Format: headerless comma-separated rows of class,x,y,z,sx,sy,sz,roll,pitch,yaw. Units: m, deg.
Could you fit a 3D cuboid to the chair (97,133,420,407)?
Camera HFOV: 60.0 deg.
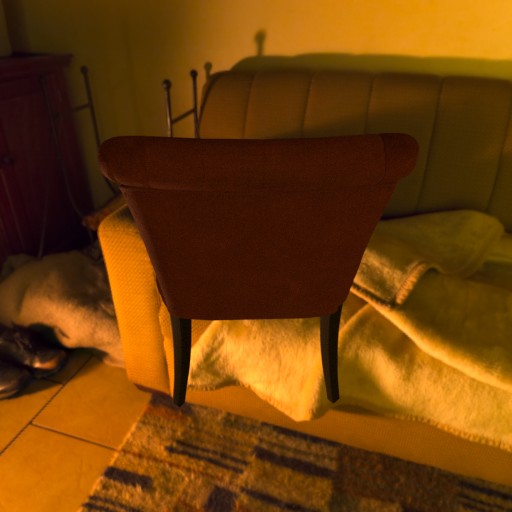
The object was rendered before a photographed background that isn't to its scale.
chair,0.000,0.000,1.176,0.582,0.750,0.605,-1,29,-2
